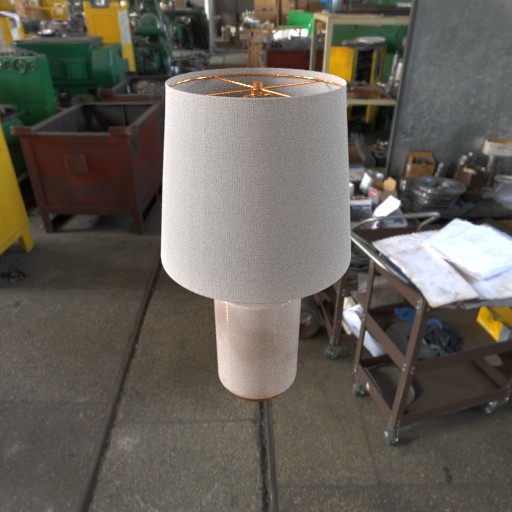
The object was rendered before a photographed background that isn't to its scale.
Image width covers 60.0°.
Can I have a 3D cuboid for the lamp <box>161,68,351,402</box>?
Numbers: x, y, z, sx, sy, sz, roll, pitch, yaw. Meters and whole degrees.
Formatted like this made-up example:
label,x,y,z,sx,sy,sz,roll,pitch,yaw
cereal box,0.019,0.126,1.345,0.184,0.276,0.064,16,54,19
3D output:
label,x,y,z,sx,sy,sz,roll,pitch,yaw
lamp,0.000,0.000,0.455,0.189,0.340,0.189,0,30,0
